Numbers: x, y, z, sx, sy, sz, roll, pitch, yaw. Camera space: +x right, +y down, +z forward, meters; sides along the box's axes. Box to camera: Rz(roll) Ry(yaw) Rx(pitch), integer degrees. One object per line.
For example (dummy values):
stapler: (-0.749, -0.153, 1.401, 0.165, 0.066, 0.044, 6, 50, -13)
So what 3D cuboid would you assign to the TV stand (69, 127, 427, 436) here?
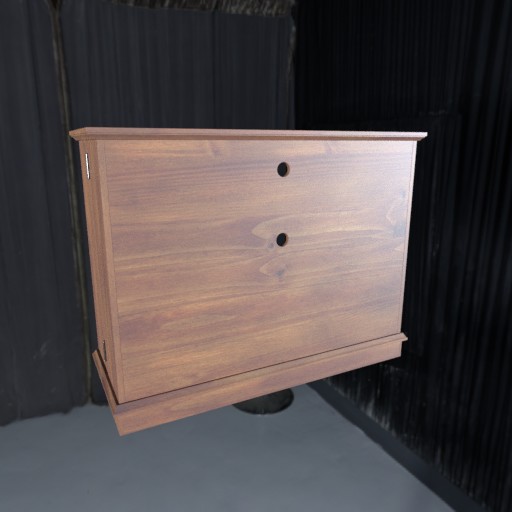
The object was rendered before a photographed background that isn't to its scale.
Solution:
TV stand: (0.000, 0.000, 1.507, 1.067, 0.813, 0.406, -7, 16, -26)
